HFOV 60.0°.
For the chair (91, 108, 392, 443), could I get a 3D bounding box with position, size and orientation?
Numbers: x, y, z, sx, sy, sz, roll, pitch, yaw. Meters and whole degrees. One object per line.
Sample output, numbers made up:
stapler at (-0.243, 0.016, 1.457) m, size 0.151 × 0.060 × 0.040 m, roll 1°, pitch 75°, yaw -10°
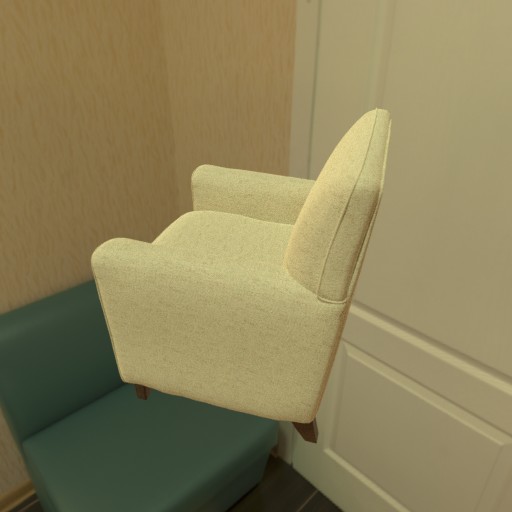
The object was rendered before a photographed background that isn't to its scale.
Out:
chair at (0.000, 0.000, 1.630) m, size 0.823 × 0.943 × 0.870 m, roll 8°, pitch 31°, yaw 14°
